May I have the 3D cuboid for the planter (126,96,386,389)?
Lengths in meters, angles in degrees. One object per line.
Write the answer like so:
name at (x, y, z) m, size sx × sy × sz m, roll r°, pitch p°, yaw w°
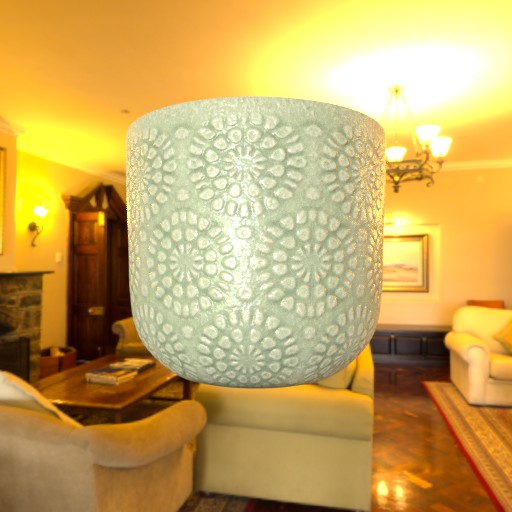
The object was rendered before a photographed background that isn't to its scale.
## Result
planter at (0.000, 0.000, 0.299) m, size 0.169 × 0.153 × 0.169 m, roll 0°, pitch -1°, yaw 0°
